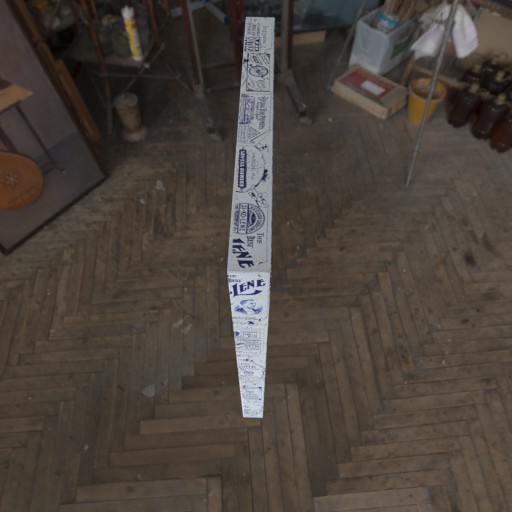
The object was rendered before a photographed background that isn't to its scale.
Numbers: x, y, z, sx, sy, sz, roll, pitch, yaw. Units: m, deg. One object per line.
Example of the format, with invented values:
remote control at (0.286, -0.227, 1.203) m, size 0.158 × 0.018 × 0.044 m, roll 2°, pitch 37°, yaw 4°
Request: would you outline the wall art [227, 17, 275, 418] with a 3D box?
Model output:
wall art at (0.000, 0.000, 0.477) m, size 0.025 × 0.376 × 0.255 m, roll 1°, pitch 58°, yaw 1°
